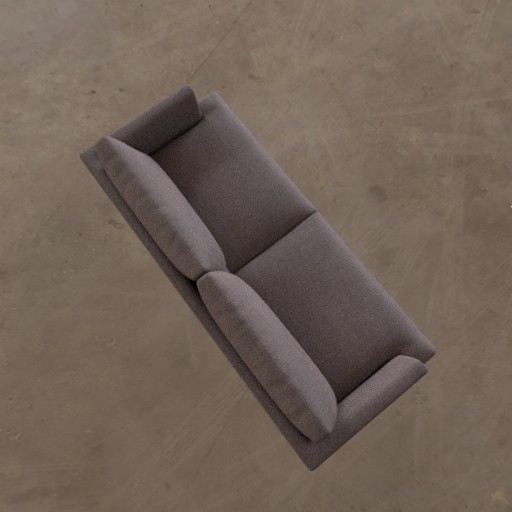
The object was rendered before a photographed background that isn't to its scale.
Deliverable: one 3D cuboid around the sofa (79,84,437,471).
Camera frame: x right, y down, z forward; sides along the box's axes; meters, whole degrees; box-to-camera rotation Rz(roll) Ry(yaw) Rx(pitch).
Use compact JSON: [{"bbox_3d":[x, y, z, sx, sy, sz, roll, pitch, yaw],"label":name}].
[{"bbox_3d":[0.000,0.000,2.751,1.020,0.868,2.250,-37,78,-9],"label":"sofa"}]
